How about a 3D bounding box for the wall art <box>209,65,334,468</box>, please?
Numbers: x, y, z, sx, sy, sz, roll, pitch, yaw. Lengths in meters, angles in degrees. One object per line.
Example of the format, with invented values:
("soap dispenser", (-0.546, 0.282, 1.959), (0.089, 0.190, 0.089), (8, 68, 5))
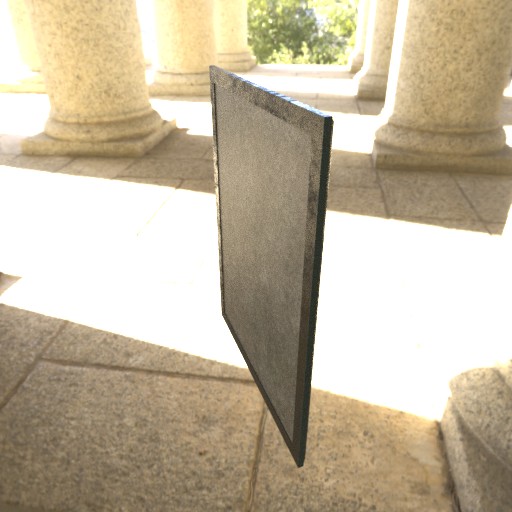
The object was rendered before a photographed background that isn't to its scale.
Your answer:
("wall art", (0.000, 0.000, 1.341), (0.030, 0.983, 0.767), (-11, 32, -18))
